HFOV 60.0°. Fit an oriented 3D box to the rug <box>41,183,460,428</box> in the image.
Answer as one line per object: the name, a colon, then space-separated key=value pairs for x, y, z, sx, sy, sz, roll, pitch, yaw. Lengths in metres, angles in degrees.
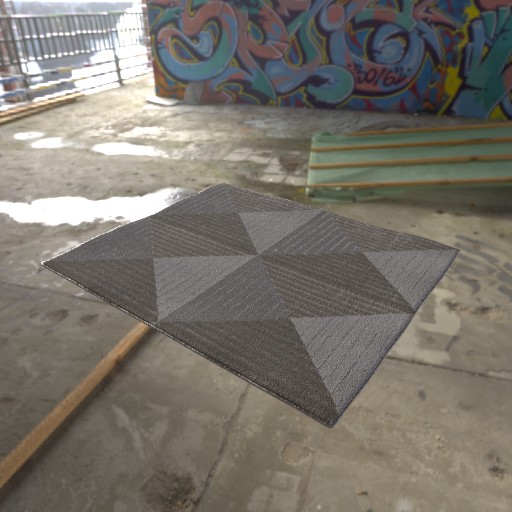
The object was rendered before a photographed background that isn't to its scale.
rug: x=0.000 y=0.000 z=0.878 sx=0.642 sy=0.008 sz=0.551 roll=20 pitch=36 yaw=31
